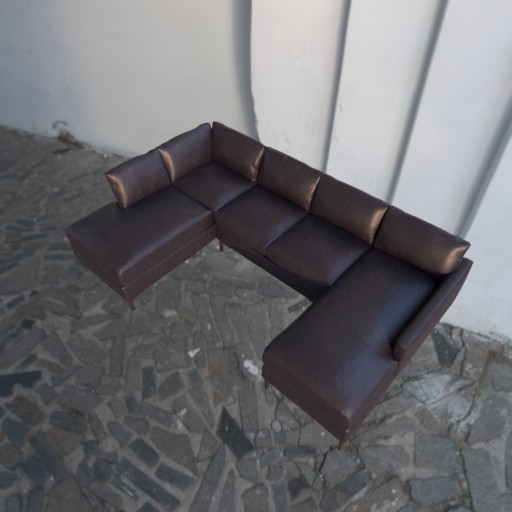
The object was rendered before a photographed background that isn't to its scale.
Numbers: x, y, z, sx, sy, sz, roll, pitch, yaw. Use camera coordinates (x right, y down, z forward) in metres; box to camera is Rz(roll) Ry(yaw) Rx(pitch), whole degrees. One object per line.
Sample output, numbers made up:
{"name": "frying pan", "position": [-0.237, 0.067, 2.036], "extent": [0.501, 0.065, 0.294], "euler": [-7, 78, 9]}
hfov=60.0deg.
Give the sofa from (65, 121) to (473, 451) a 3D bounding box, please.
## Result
{"name": "sofa", "position": [0.000, 0.000, 3.843], "extent": [2.956, 0.900, 1.939], "euler": [33, 54, 28]}
